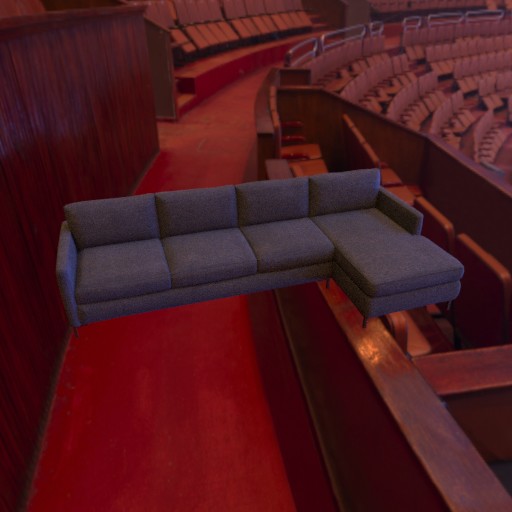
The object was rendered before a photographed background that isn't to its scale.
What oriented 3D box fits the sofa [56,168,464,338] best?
[{"bbox_3d":[0.000,0.000,3.510,2.932,0.810,1.350,-9,32,-15],"label":"sofa"}]
